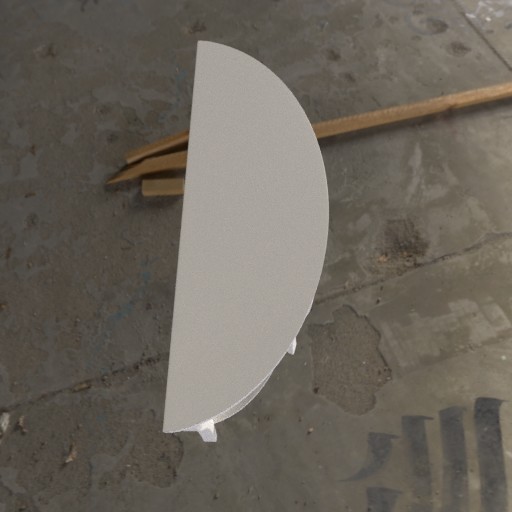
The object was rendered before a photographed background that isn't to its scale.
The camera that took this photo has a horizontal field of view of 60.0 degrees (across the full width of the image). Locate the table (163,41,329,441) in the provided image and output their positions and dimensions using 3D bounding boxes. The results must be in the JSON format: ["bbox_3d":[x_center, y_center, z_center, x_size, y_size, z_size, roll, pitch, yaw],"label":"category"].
[{"bbox_3d":[0.000,0.000,1.561,0.394,0.780,1.219,0,64,0],"label":"table"}]
